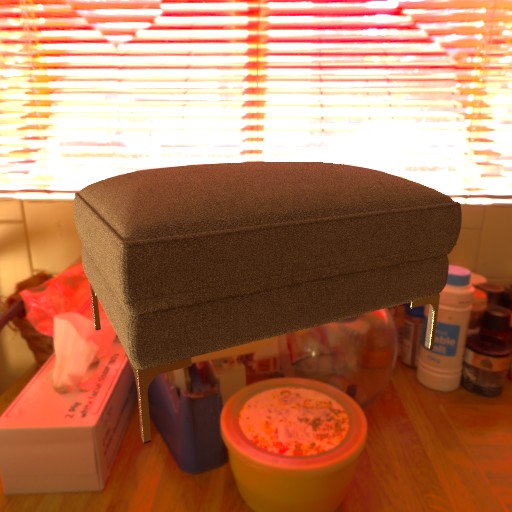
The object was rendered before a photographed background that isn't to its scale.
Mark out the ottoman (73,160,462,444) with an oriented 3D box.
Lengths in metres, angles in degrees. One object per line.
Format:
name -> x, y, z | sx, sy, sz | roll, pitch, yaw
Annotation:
ottoman -> 0.000, 0.000, 1.131 | 0.785, 0.464, 0.583 | -9, 19, -27
